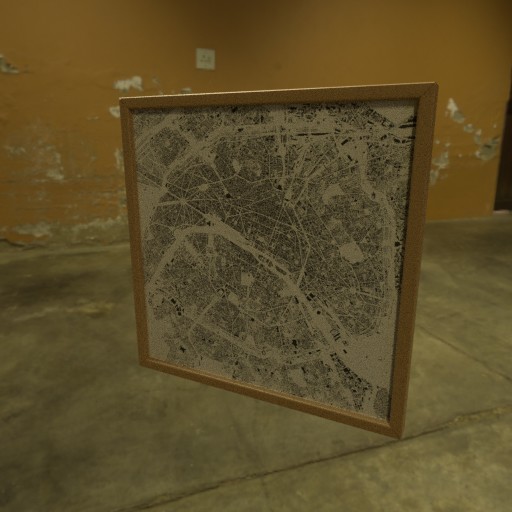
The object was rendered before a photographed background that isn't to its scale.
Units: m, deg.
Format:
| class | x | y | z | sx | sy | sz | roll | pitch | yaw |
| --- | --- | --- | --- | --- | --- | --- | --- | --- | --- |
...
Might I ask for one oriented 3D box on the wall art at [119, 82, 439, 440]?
| class | x | y | z | sx | sy | sz | roll | pitch | yaw |
| --- | --- | --- | --- | --- | --- | --- | --- | --- | --- |
| wall art | 0.000 | 0.000 | 0.731 | 0.509 | 0.509 | 0.036 | 7 | 17 | 26 |
